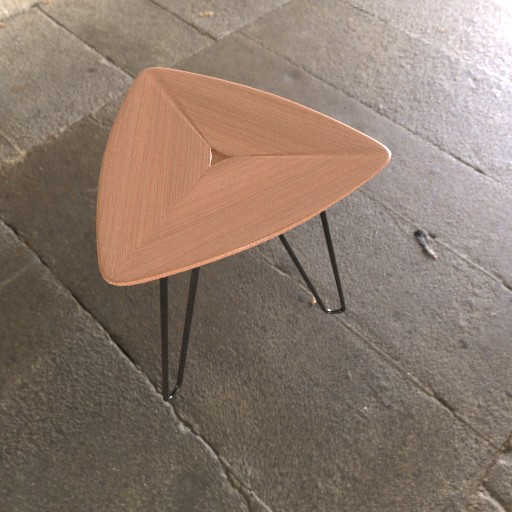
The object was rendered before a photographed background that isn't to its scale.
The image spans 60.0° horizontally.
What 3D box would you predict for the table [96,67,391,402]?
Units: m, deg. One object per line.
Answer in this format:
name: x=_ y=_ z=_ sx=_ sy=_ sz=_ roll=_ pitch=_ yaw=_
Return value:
table: x=0.000 y=0.000 z=0.898 sx=0.455 sy=0.564 sz=0.442 roll=-1 pitch=58 yaw=-1
